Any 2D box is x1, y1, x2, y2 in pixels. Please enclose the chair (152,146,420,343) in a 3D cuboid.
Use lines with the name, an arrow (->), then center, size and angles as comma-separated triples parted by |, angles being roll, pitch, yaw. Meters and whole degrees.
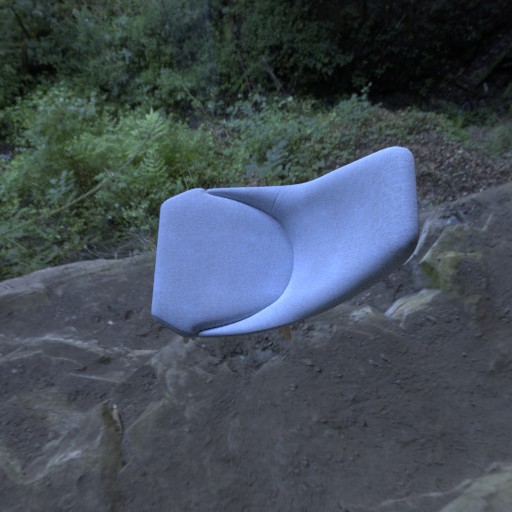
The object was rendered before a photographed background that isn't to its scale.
chair -> 0.000, 0.000, 1.398 | 0.660, 1.040, 0.510 | 2, 75, 0
